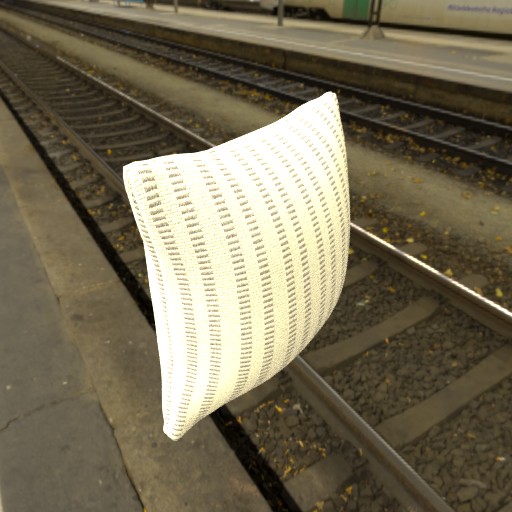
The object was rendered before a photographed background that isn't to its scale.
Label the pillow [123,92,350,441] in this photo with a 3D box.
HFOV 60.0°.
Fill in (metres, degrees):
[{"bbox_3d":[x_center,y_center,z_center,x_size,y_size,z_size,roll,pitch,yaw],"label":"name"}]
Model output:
[{"bbox_3d":[0.000,0.000,0.686,0.247,0.419,0.438,21,38,30],"label":"pillow"}]
